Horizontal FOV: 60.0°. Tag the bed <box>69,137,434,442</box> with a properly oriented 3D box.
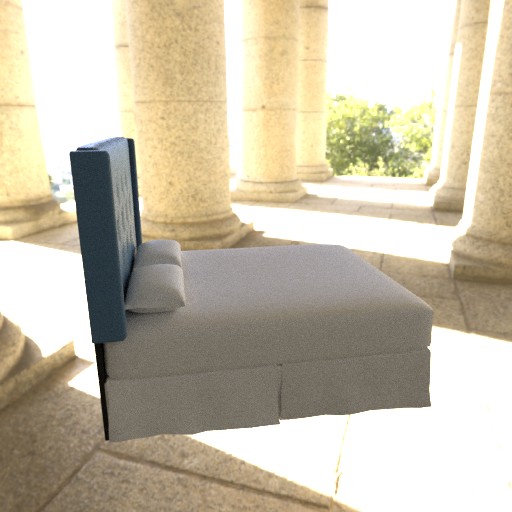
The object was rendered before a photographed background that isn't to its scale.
[{"bbox_3d":[0.000,0.000,3.247,2.078,1.665,1.719,-3,17,-10],"label":"bed"}]
